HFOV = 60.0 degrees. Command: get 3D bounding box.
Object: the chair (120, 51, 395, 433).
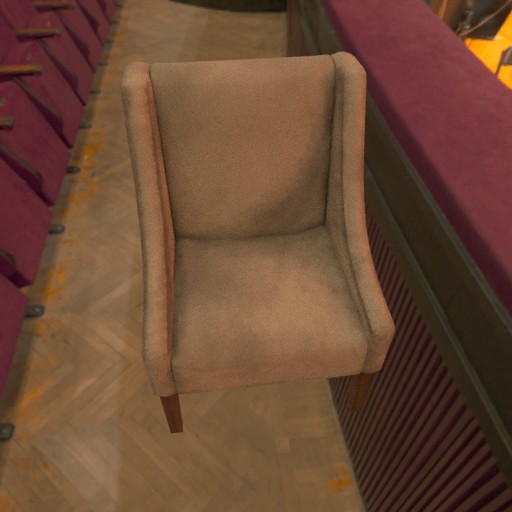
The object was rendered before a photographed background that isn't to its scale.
[{"bbox_3d":[0.000,0.000,1.266,0.629,0.895,0.629,-5,45,-5],"label":"chair"}]
